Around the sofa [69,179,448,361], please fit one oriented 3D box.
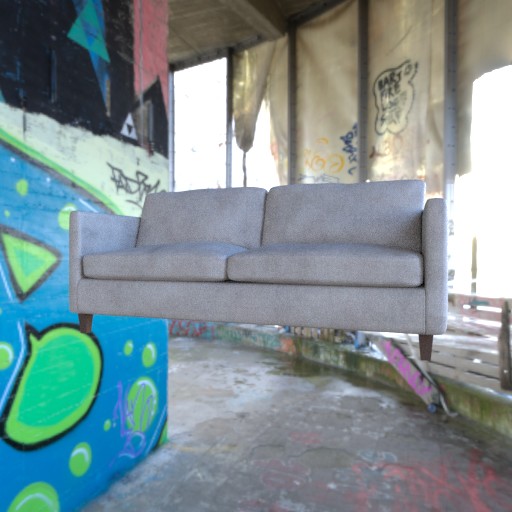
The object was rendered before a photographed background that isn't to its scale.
[{"bbox_3d":[0.000,0.000,2.825,2.208,0.965,0.951,0,1,20],"label":"sofa"}]
